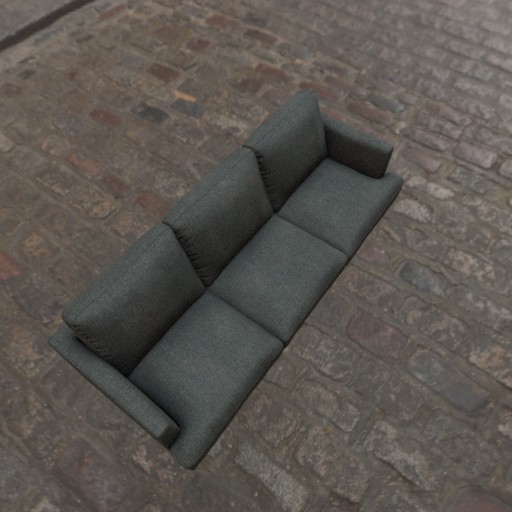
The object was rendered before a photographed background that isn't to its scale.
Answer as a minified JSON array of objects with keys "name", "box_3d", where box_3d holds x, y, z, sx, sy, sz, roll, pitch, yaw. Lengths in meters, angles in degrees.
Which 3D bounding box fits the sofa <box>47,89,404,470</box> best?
[{"name":"sofa","box_3d":[0.000,0.000,2.655,0.903,0.930,2.246,32,63,19]}]
